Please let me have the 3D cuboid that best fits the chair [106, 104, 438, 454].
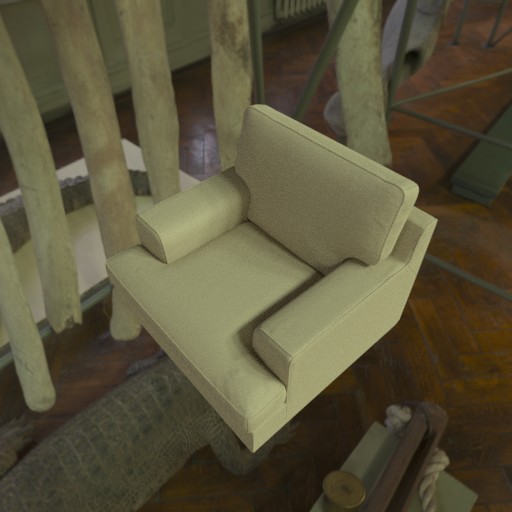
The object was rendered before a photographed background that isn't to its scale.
[{"bbox_3d":[0.000,0.000,2.204,1.293,1.005,1.274,32,53,28],"label":"chair"}]
